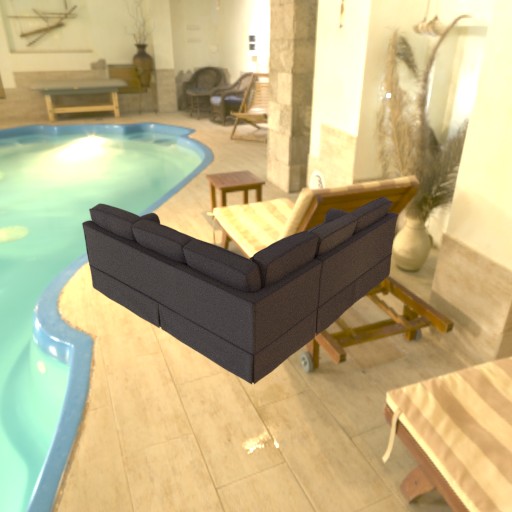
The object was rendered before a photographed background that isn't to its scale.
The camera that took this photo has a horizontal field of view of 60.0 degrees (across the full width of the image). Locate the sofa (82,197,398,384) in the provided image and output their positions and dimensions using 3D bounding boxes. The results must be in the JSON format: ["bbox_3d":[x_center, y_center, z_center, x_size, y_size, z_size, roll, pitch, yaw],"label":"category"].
[{"bbox_3d":[0.000,0.000,5.133,3.773,1.169,2.874,-8,27,-16],"label":"sofa"}]
